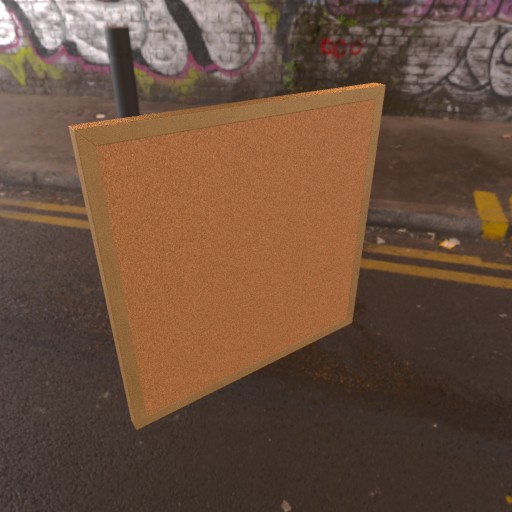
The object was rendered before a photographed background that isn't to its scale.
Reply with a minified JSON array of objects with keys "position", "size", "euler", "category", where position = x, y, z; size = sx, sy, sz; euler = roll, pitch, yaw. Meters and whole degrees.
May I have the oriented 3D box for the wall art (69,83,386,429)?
[{"position":[0.000,0.000,1.135],"size":[0.763,0.763,0.037],"euler":[-19,36,-29],"category":"wall art"}]
